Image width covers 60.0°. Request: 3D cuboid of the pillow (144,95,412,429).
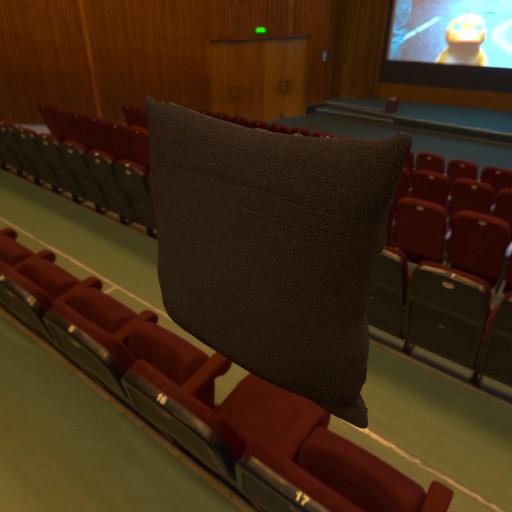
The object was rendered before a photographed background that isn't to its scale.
[{"bbox_3d":[0.000,0.000,0.682,0.439,0.440,0.183,22,37,32],"label":"pillow"}]
